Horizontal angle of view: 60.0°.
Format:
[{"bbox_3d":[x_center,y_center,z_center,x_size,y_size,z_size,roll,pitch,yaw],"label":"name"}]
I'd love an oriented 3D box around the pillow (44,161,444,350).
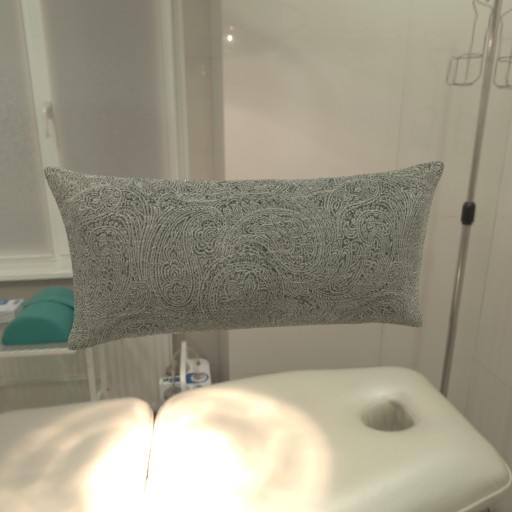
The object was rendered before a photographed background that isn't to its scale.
[{"bbox_3d":[0.000,0.000,0.717,0.615,0.295,0.151,-2,16,-8],"label":"pillow"}]
